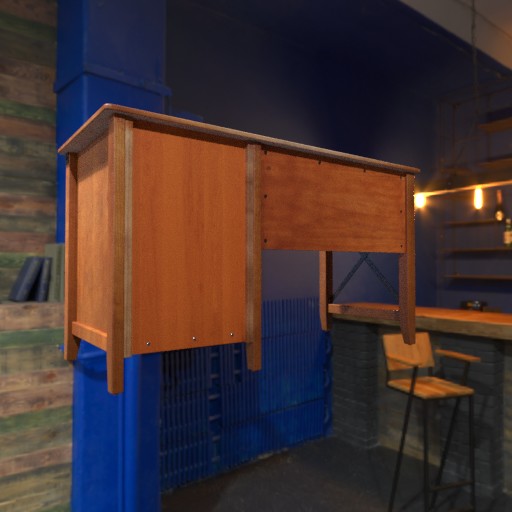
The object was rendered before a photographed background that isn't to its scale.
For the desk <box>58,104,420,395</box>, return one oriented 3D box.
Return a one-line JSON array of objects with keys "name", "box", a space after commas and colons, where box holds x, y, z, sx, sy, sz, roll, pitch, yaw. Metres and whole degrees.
[{"name": "desk", "box": [0.000, 0.000, 1.748, 1.353, 0.756, 0.574, 1, -2, -36]}]
